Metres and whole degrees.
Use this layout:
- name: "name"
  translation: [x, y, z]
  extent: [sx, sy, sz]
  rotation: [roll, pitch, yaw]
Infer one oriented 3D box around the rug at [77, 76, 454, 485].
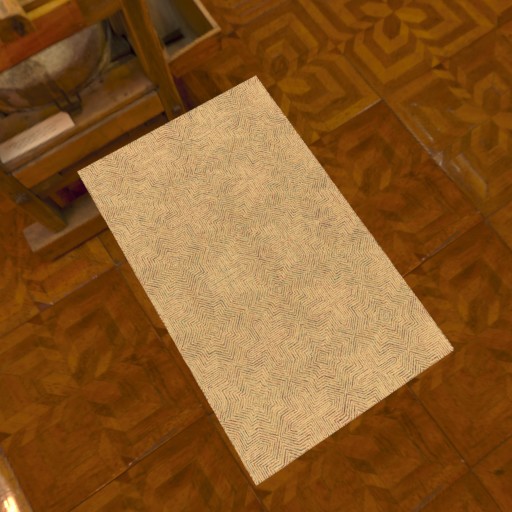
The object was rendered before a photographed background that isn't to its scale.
- name: "rug"
  translation: [0.000, 0.000, 3.031]
  extent: [1.519, 0.007, 2.428]
  rotation: [-31, 77, -8]
